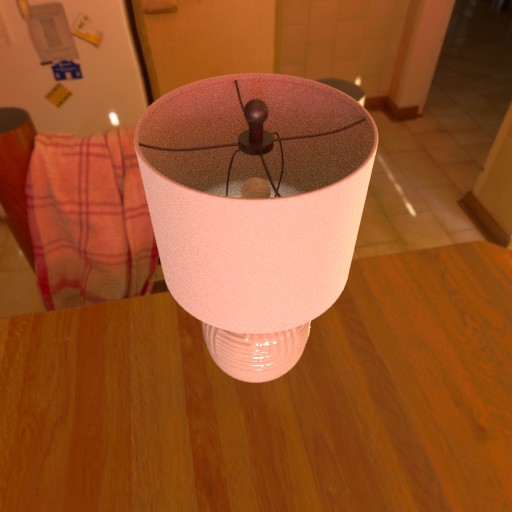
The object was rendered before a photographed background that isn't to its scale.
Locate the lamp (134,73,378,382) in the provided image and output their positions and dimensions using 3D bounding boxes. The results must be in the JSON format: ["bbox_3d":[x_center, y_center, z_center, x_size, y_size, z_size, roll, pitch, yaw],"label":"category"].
[{"bbox_3d":[0.000,0.000,0.764,0.318,0.567,0.318,0,46,0],"label":"lamp"}]
